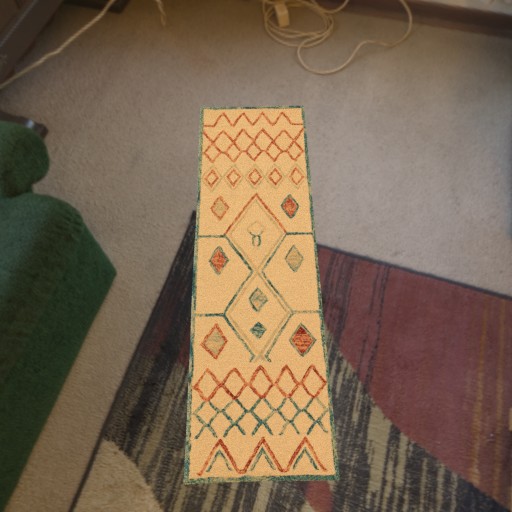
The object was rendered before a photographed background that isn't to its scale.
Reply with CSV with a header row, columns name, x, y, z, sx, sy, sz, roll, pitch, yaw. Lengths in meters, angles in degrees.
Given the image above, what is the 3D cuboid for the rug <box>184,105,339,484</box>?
name,x,y,z,sx,sy,sz,roll,pitch,yaw
rug,0.000,0.000,2.675,0.750,0.011,2.435,-1,63,-1
